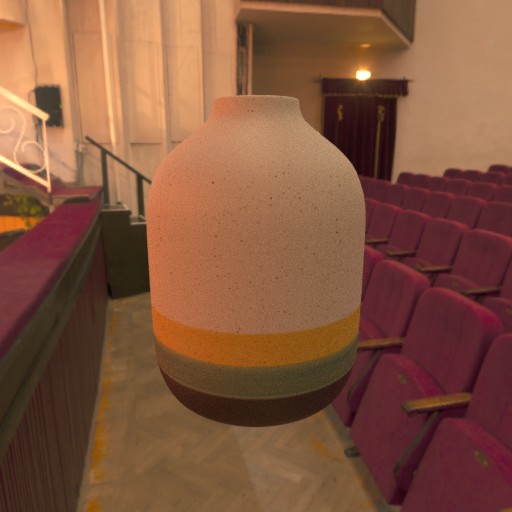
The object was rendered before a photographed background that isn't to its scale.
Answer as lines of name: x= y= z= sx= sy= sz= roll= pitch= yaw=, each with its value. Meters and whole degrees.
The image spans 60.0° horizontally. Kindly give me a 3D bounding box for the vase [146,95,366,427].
vase: x=0.000 y=0.000 z=0.359 sx=0.169 sy=0.240 sz=0.169 roll=0 pitch=14 yaw=0
